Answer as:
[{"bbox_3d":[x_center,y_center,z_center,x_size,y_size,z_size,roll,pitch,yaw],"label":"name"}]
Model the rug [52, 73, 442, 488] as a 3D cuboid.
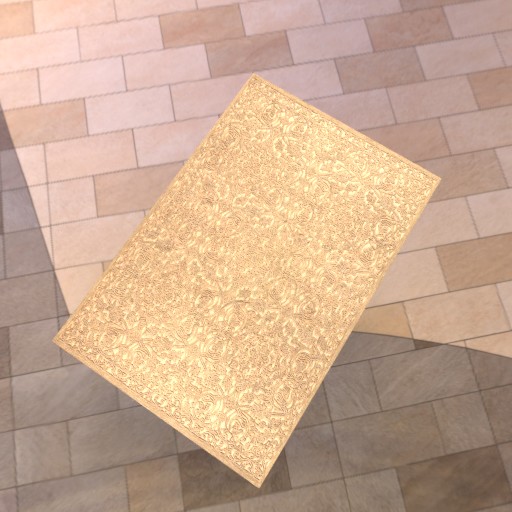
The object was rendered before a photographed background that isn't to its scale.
[{"bbox_3d":[0.000,0.000,2.303,1.221,0.006,1.827,32,78,8],"label":"rug"}]
